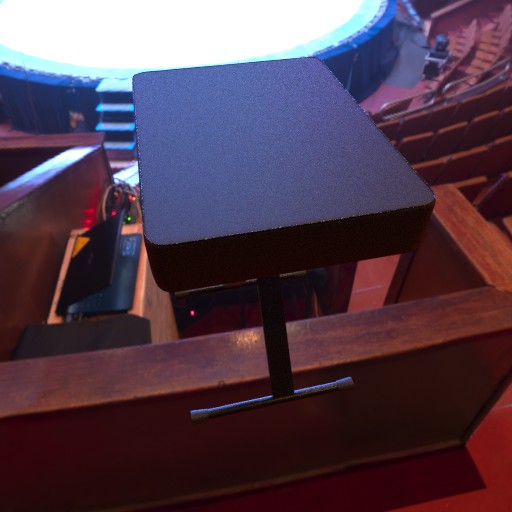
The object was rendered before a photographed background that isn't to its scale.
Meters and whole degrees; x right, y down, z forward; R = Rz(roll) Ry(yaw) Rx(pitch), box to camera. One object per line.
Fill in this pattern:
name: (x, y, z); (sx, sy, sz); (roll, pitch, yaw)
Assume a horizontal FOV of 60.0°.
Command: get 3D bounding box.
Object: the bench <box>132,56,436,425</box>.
bench: (0.000, 0.000, 0.774); (0.321, 0.500, 0.424); (-9, 46, -9)
